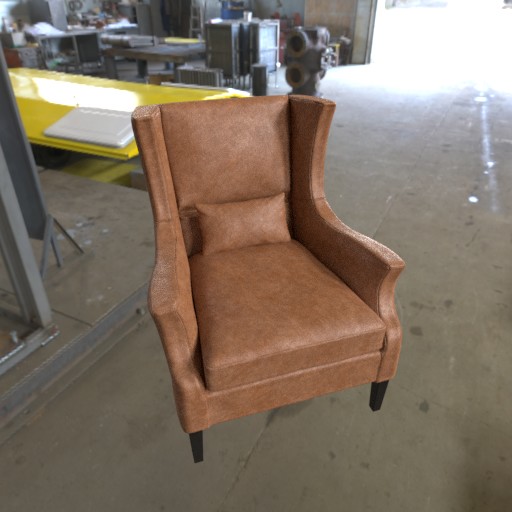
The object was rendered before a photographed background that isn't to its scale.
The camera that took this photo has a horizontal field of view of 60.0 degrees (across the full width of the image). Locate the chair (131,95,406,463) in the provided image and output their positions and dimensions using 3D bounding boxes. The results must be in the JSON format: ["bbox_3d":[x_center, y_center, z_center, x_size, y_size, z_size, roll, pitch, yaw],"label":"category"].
[{"bbox_3d":[0.000,0.000,1.682,0.853,1.016,0.926,-10,33,-15],"label":"chair"}]
